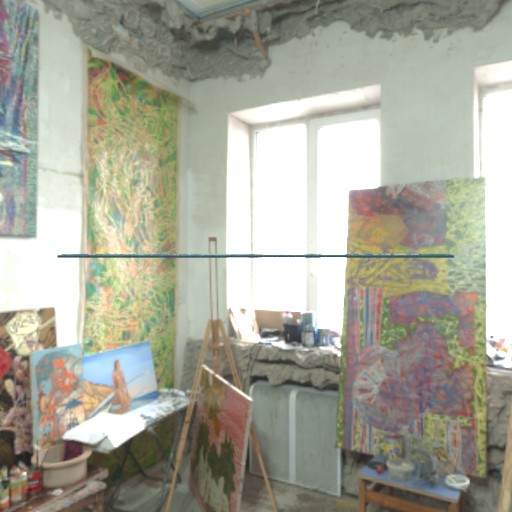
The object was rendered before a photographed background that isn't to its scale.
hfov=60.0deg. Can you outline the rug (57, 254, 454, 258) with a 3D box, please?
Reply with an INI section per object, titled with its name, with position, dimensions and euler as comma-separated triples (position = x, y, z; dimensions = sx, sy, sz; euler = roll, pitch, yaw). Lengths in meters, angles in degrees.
[rug]
position = 0.000, 0.000, 3.393
dimensions = 1.816, 0.018, 2.746
euler = 0, 0, 0
